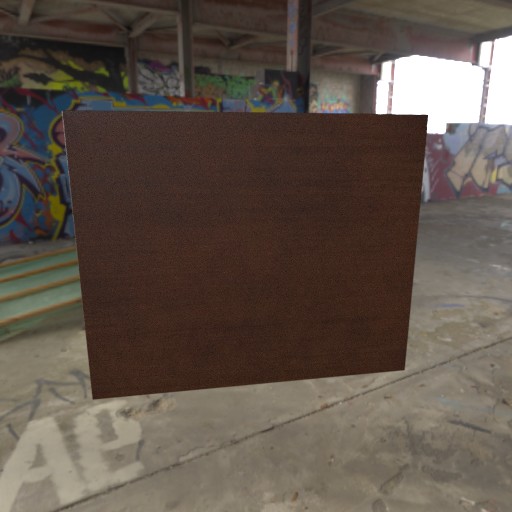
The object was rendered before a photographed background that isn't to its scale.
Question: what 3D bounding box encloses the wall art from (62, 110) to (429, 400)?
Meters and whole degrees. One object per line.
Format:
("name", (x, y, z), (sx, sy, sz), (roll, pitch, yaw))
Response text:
("wall art", (0.000, 0.000, 0.534), (0.401, 0.328, 0.030), (-3, 15, -10))
